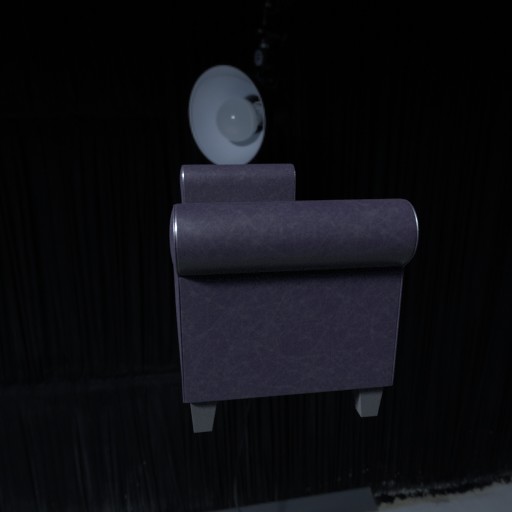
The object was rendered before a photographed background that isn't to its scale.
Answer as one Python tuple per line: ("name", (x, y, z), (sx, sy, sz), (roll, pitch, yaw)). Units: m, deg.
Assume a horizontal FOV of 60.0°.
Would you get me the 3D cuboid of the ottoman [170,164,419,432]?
("ottoman", (0.000, 0.000, 1.536), (0.521, 0.547, 1.256), (-2, 16, -8))
